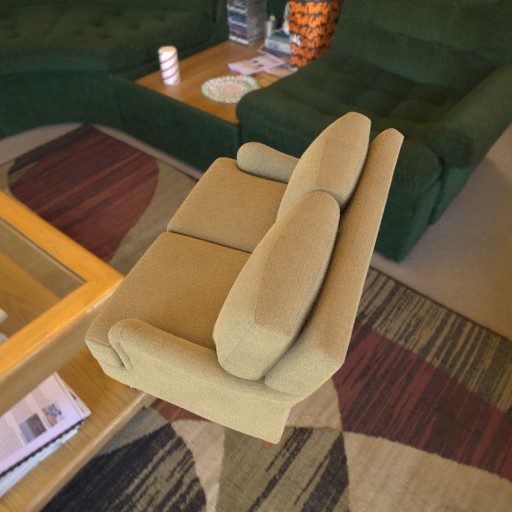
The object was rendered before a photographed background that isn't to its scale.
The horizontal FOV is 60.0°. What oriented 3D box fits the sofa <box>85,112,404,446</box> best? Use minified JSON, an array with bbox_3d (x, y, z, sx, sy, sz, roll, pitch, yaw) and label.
[{"bbox_3d":[0.000,0.000,2.212,1.087,0.999,1.480,15,48,14],"label":"sofa"}]
